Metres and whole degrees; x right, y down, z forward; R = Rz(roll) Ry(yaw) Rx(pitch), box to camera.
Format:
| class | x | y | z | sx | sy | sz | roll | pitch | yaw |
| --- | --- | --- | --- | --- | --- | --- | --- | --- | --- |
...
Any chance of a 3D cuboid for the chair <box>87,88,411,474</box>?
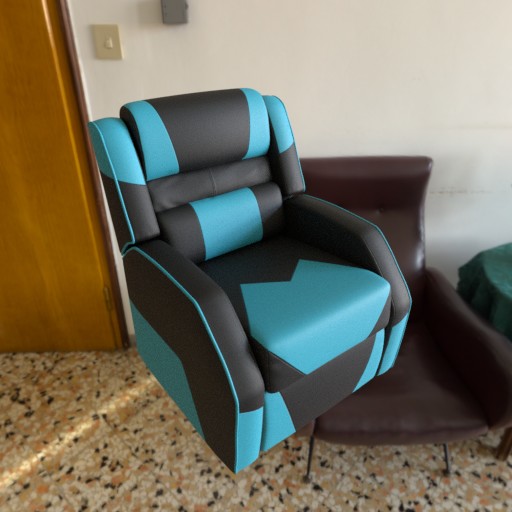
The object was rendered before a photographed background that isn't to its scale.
| class | x | y | z | sx | sy | sz | roll | pitch | yaw |
| --- | --- | --- | --- | --- | --- | --- | --- | --- | --- |
| chair | 0.000 | 0.000 | 1.264 | 0.620 | 0.805 | 0.672 | -21 | 36 | -32 |
